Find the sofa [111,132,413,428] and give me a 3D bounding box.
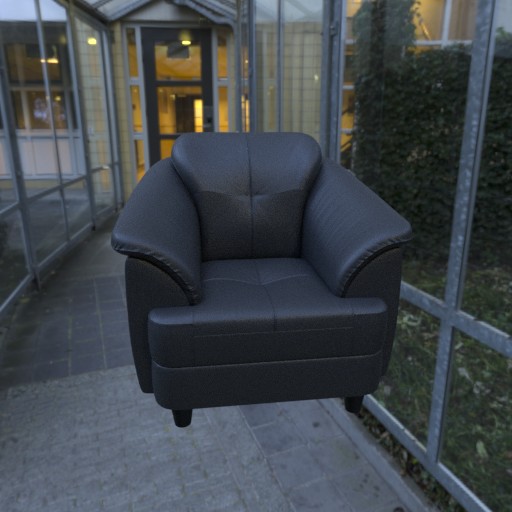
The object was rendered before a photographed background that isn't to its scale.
[{"bbox_3d":[0.000,0.000,1.529,0.870,0.811,0.794,-2,17,-7],"label":"sofa"}]
